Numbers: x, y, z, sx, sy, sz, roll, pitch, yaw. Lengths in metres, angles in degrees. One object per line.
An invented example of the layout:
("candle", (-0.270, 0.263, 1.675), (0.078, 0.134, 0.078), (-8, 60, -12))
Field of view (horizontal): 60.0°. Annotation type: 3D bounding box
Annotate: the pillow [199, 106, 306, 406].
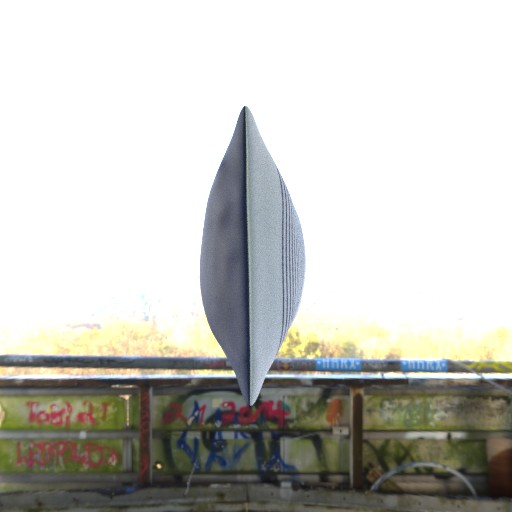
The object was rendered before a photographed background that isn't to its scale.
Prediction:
("pillow", (0.000, 0.000, 0.726), (0.151, 0.287, 0.610), (0, 0, 1))
